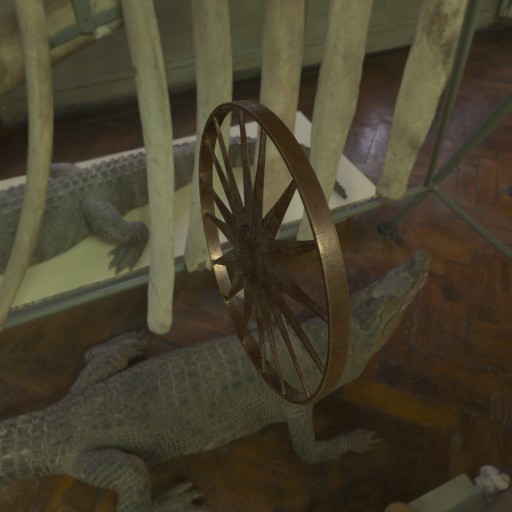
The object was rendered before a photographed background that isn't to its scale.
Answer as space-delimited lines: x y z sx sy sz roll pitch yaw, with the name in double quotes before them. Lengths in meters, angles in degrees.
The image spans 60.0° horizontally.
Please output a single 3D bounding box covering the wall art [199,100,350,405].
"wall art" 0.000 0.000 0.875 0.084 0.583 0.582 -19 50 -16
